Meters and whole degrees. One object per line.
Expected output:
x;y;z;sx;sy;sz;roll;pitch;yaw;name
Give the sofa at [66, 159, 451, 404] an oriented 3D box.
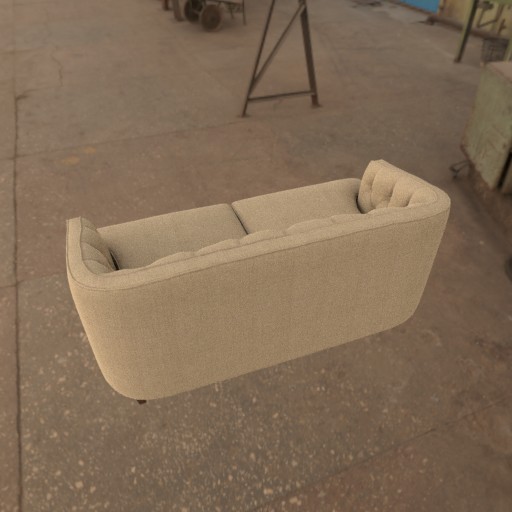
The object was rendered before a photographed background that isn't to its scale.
0.000;0.000;2.290;1.733;0.855;0.941;-13;42;-15;sofa
